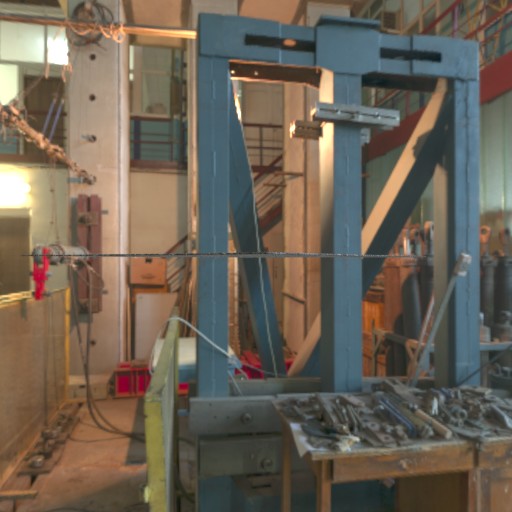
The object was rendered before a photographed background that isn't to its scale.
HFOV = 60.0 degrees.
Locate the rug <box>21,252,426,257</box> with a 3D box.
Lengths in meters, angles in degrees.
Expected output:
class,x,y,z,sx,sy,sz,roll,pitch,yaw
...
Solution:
class,x,y,z,sx,sy,sz,roll,pitch,yaw
rug,0.000,0.000,5.324,2.997,0.020,4.093,0,-1,34
